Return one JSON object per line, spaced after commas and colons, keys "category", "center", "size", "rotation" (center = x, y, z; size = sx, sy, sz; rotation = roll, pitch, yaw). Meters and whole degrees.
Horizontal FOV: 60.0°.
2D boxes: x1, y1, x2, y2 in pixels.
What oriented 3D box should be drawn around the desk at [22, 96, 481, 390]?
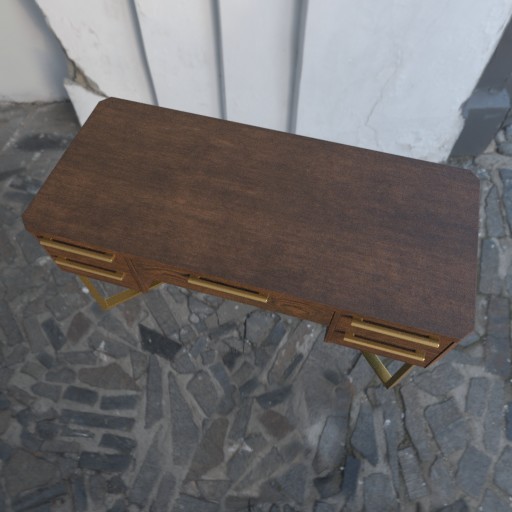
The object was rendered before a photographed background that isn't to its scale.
{"category": "desk", "center": [0.000, 0.000, 1.852], "size": [1.479, 0.762, 0.684], "rotation": [14, 61, 8]}
